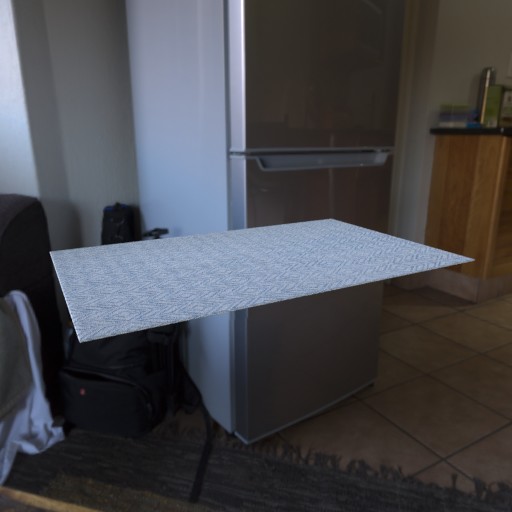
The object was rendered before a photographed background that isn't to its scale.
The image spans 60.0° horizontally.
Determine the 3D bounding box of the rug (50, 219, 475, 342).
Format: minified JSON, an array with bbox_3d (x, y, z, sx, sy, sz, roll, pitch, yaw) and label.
[{"bbox_3d":[0.000,0.000,2.998,2.441,0.008,1.526,-9,18,-27],"label":"rug"}]
